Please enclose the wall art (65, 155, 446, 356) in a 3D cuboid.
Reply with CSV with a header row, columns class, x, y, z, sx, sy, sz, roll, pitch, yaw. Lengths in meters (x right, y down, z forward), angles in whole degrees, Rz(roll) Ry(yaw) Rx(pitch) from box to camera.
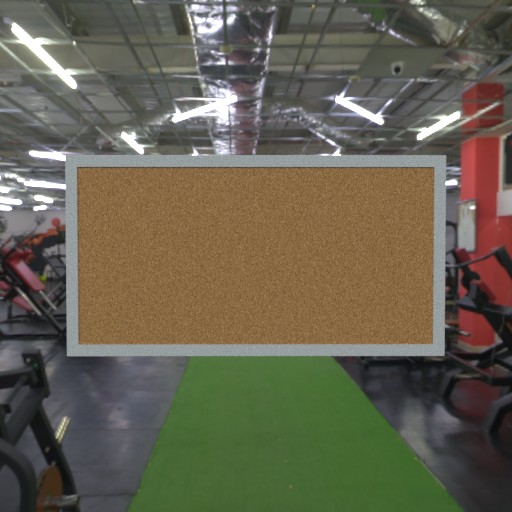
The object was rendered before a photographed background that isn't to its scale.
class,x,y,z,sx,sy,sz,roll,pitch,yaw
wall art,0.000,0.000,0.968,0.812,0.431,0.038,0,1,0
